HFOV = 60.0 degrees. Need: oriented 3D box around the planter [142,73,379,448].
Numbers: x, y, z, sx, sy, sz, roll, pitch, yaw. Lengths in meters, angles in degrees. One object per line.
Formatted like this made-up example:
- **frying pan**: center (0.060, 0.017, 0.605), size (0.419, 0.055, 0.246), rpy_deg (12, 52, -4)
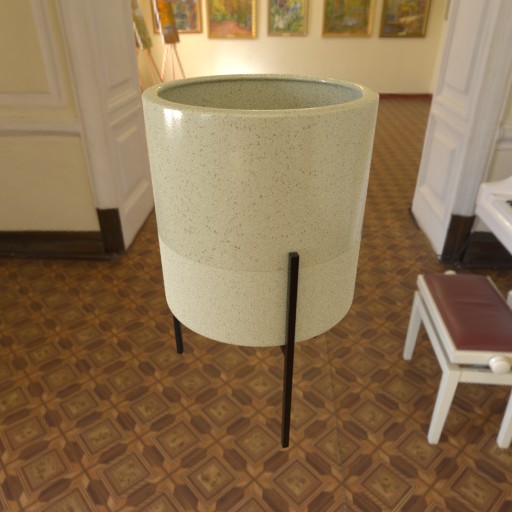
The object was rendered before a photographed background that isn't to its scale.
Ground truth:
- **planter**: center (0.000, 0.000, 0.544), size (0.243, 0.390, 0.234), rpy_deg (8, 31, 14)
